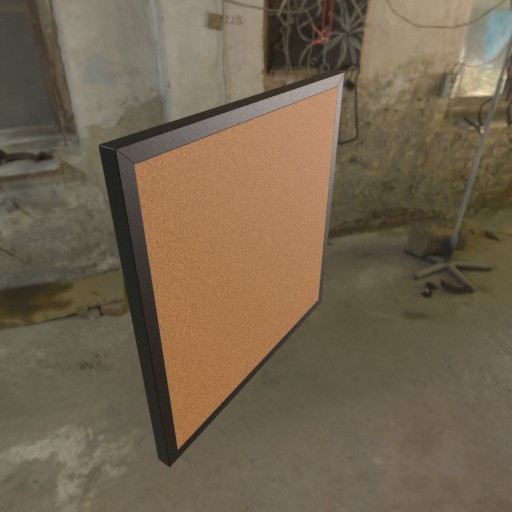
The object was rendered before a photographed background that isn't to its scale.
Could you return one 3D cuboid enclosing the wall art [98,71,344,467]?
[{"bbox_3d":[0.000,0.000,1.114,0.038,0.765,0.765,20,37,29],"label":"wall art"}]
